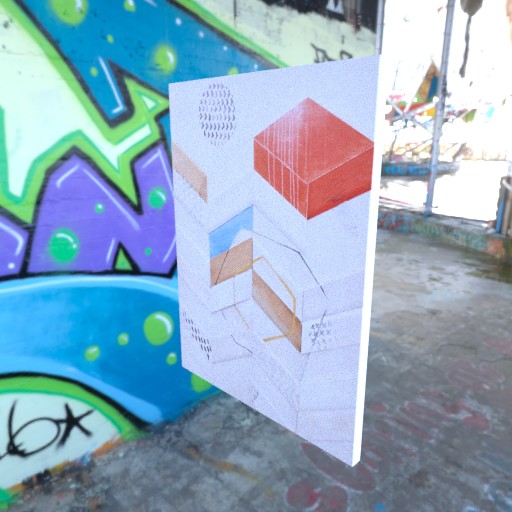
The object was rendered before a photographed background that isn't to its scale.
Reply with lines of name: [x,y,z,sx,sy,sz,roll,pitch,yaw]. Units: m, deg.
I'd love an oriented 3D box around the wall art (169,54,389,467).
wall art: [0.000,0.000,1.586,0.914,1.221,0.046,15,21,43]
